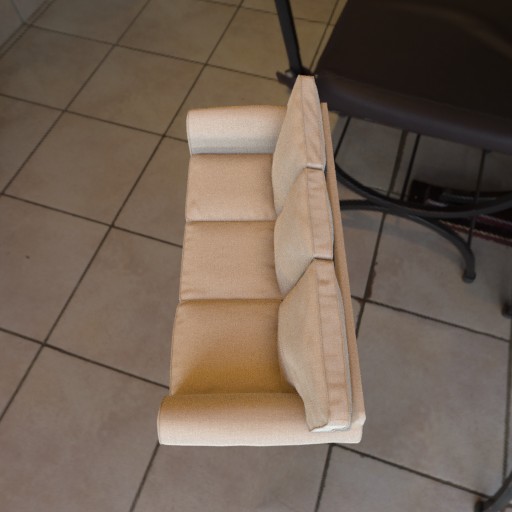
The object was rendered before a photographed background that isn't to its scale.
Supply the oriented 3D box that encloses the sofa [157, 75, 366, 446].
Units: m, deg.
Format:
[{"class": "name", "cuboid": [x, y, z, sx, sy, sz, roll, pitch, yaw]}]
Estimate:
[{"class": "sofa", "cuboid": [0.000, 0.000, 2.586, 0.916, 0.961, 2.084, 0, 60, 0]}]
